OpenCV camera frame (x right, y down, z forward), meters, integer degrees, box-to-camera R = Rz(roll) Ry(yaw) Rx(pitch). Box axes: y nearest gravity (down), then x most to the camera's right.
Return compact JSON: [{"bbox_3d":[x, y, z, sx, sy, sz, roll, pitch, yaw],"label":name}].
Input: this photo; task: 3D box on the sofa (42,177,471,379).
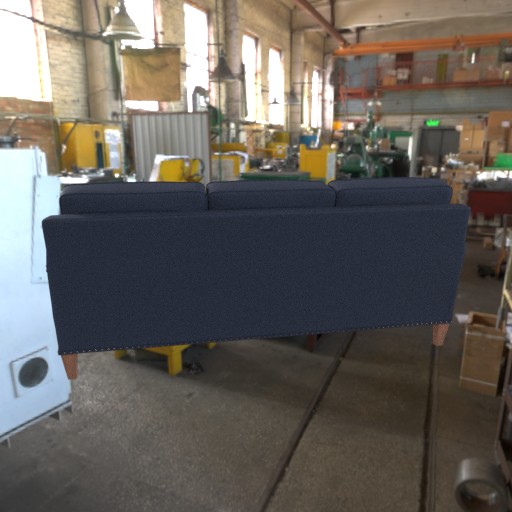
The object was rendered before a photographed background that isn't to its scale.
[{"bbox_3d":[0.000,0.000,2.770,2.246,1.003,1.084,-3,15,-10],"label":"sofa"}]
